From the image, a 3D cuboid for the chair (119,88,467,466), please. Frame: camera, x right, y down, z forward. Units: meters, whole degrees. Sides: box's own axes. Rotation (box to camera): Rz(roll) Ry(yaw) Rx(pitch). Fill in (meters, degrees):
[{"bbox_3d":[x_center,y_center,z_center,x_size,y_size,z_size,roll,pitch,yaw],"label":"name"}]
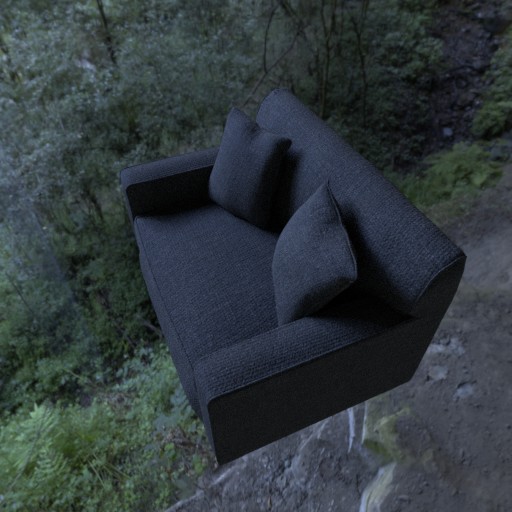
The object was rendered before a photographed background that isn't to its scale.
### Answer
[{"bbox_3d":[0.000,0.000,2.060,1.000,0.948,1.383,-17,48,-16],"label":"chair"}]
